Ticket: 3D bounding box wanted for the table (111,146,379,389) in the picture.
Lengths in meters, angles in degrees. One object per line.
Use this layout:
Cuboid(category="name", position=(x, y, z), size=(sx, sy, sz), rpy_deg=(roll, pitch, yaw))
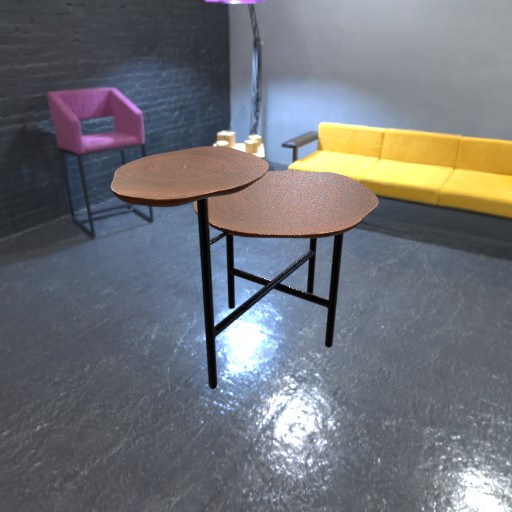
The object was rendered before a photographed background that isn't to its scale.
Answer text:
Cuboid(category="table", position=(0.000, 0.000, 1.077), size=(0.442, 0.538, 0.759), rpy_deg=(18, 32, 30))
